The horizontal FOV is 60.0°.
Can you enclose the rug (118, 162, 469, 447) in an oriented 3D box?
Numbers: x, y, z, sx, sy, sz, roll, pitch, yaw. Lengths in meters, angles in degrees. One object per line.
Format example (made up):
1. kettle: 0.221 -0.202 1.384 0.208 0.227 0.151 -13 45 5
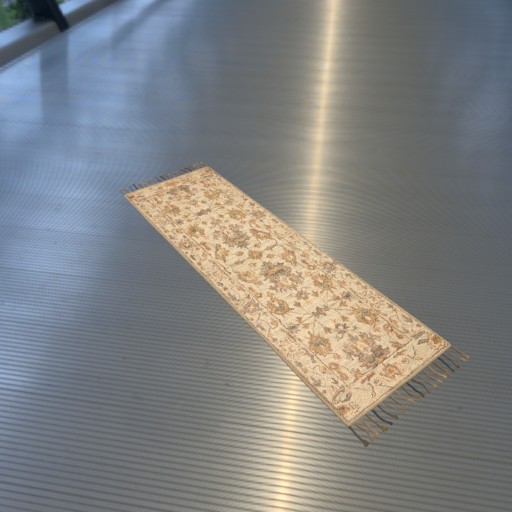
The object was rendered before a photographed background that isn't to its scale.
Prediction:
1. rug: 0.000 0.000 2.680 0.729 0.021 2.438 -26 46 -27
